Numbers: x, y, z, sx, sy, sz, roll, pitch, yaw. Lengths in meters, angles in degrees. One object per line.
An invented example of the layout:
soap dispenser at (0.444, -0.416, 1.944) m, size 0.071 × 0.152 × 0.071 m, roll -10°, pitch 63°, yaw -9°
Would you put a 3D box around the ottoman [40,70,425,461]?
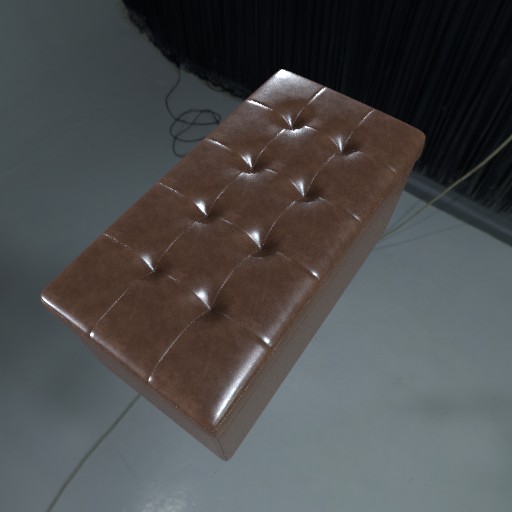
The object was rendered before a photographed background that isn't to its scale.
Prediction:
ottoman at (0.000, 0.000, 1.121) m, size 0.432 × 0.470 × 0.838 m, roll 31°, pitch 64°, yaw 18°
